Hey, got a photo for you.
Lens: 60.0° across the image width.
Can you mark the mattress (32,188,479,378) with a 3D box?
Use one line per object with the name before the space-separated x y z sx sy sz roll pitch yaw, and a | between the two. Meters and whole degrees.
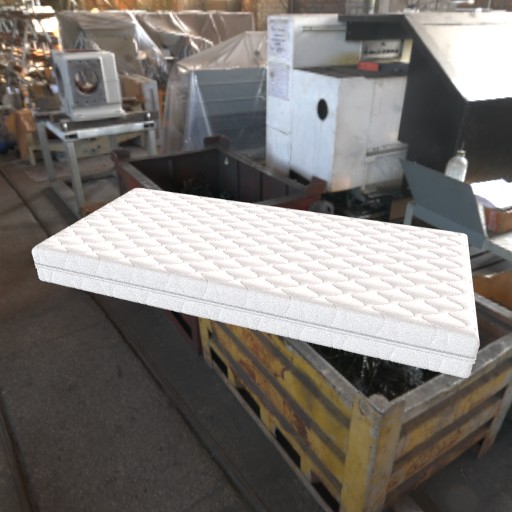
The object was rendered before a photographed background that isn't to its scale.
mattress | 0.000 0.000 2.246 2.000 0.200 0.900 10 31 18
